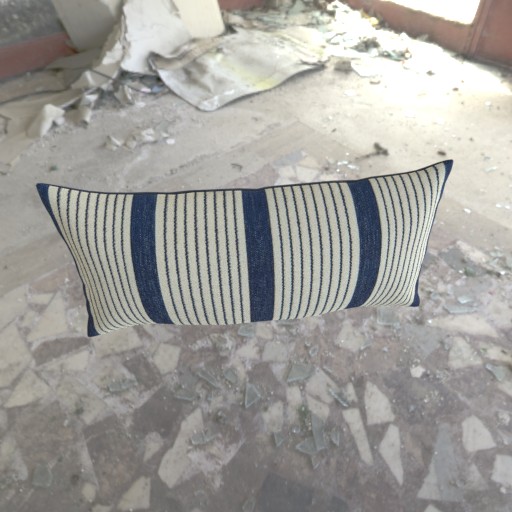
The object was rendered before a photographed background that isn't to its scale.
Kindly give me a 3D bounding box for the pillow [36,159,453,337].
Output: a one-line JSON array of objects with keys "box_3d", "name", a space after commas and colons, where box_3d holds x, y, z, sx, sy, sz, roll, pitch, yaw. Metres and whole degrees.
[{"box_3d": [0.000, 0.000, 0.720, 0.608, 0.292, 0.156, -4, 46, -4], "name": "pillow"}]
